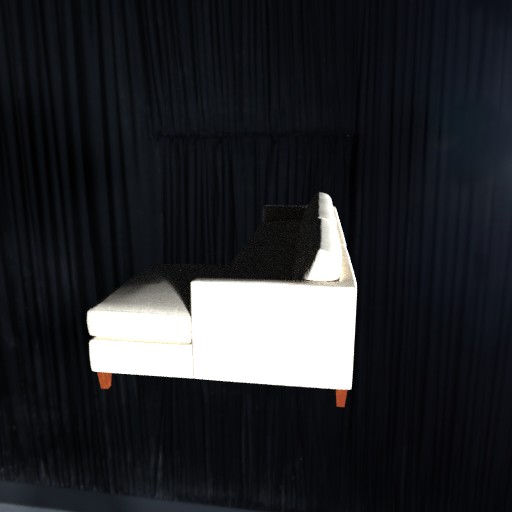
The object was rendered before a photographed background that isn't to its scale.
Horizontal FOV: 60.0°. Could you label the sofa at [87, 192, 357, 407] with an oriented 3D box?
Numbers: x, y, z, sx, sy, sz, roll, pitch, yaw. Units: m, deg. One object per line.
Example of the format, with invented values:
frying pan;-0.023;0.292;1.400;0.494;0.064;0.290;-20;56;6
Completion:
sofa;0.000;0.000;4.195;1.603;0.954;3.471;2;14;8
